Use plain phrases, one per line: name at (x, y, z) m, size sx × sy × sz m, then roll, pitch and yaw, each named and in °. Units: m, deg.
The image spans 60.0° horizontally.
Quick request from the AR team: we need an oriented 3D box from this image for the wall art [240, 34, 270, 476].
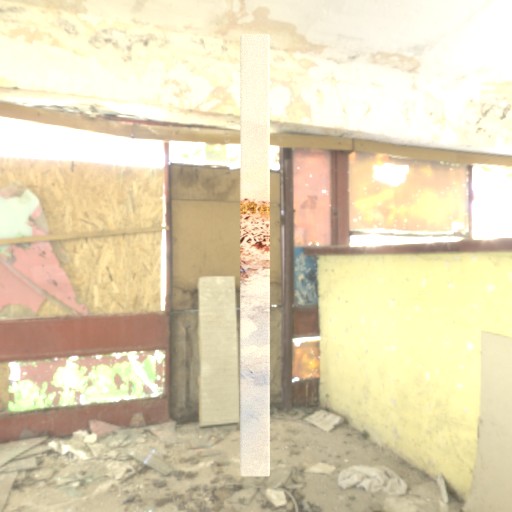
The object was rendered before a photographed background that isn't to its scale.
wall art at (0.000, 0.000, 1.591) m, size 0.071 × 1.061 × 1.061 m, roll 0°, pitch 0°, yaw 0°
